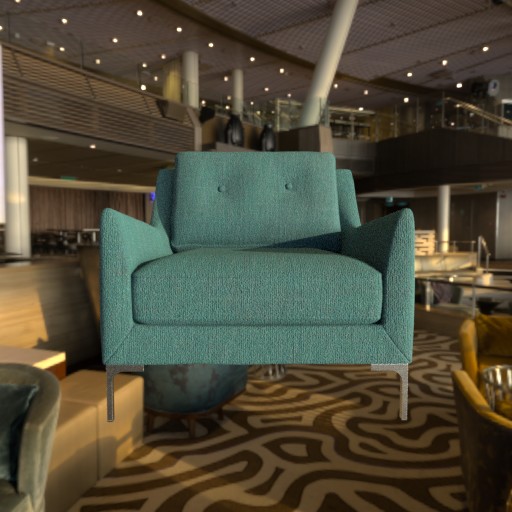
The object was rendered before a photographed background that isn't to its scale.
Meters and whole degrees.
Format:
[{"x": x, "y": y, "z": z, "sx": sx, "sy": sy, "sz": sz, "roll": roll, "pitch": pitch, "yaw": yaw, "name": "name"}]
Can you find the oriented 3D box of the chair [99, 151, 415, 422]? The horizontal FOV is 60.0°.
[{"x": 0.000, "y": 0.000, "z": 1.551, "sx": 0.847, "sy": 0.828, "sz": 0.849, "roll": 0, "pitch": 3, "yaw": -1, "name": "chair"}]
